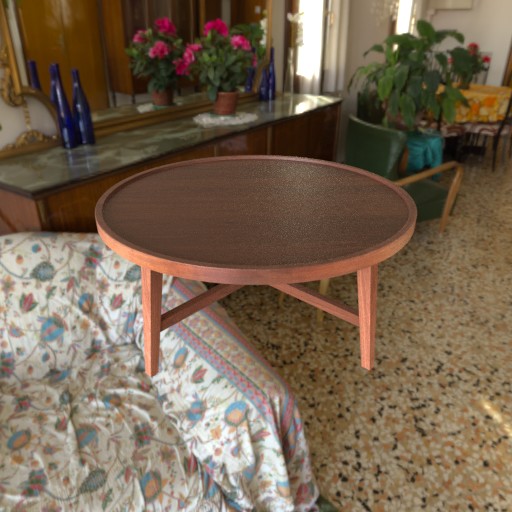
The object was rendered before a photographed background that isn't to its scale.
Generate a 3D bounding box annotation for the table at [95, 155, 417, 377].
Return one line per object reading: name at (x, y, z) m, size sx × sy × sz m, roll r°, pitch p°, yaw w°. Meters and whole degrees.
table at (0.000, 0.000, 1.239) m, size 0.800 × 0.360 × 0.800 m, roll 0°, pitch 27°, yaw 0°
